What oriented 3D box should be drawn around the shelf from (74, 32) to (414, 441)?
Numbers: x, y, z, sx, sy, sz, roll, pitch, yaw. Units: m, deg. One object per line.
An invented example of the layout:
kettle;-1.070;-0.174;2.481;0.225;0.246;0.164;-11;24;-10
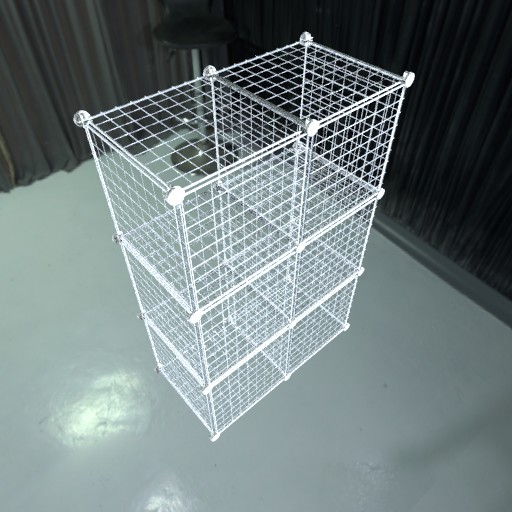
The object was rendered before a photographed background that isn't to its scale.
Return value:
shelf;0.000;0.000;1.379;0.711;1.067;0.356;-32;54;-27
